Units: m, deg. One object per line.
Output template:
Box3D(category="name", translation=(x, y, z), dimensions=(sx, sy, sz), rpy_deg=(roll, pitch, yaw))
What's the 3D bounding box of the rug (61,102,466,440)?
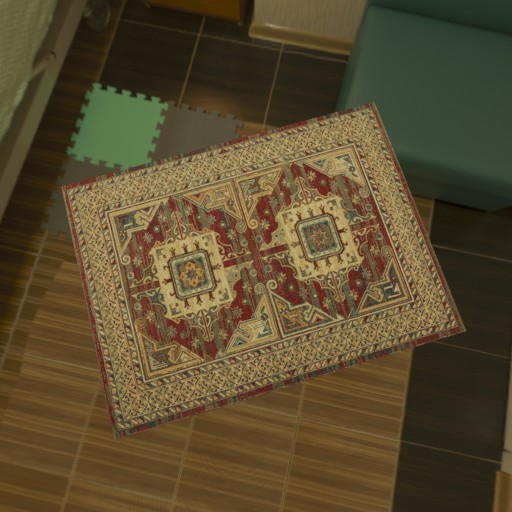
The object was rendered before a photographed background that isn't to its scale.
Box3D(category="rug", translation=(0.000, 0.000, 4.104), dimensions=(3.197, 0.013, 2.381), rpy_deg=(-16, 77, -4))
